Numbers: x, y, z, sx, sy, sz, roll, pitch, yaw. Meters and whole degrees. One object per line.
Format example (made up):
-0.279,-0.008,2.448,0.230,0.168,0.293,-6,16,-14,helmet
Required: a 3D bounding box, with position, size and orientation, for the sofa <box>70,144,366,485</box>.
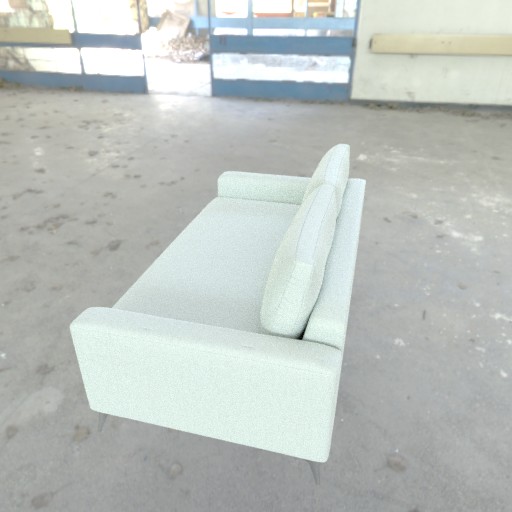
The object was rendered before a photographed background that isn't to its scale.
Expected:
0.000,0.000,2.108,0.920,0.790,1.650,7,30,13,sofa
